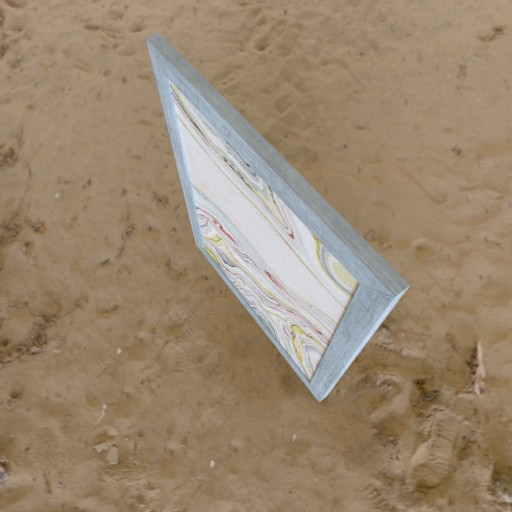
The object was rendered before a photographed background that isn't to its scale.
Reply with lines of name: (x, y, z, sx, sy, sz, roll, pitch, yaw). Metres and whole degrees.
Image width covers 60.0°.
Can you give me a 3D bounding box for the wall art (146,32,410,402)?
wall art: (0.000, 0.000, 0.780, 0.022, 0.582, 0.479, -33, 67, -16)
